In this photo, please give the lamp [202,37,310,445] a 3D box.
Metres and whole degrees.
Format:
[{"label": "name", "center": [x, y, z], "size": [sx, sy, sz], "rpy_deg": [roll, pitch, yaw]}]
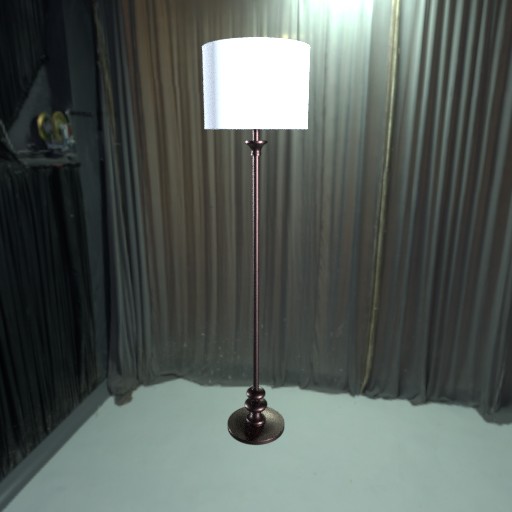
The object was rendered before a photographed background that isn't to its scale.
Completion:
[{"label": "lamp", "center": [0.000, 0.000, 1.668], "size": [0.356, 1.487, 0.356], "rpy_deg": [2, 16, 7]}]
